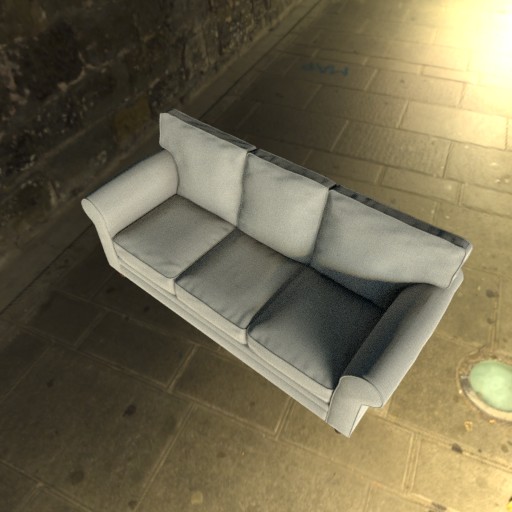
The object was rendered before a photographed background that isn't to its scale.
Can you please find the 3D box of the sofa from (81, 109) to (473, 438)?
[{"bbox_3d":[0.000,0.000,2.617,2.084,0.961,0.916,30,54,25],"label":"sofa"}]
